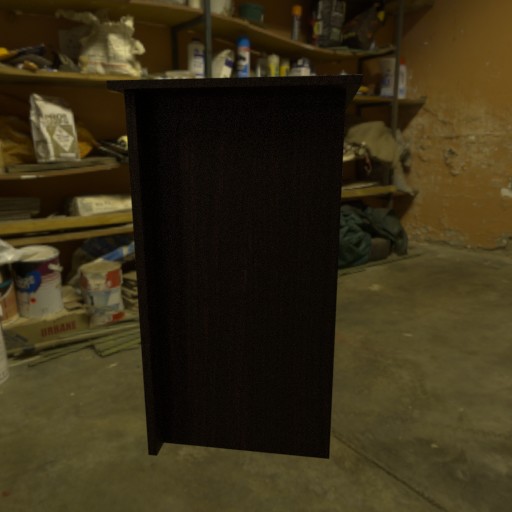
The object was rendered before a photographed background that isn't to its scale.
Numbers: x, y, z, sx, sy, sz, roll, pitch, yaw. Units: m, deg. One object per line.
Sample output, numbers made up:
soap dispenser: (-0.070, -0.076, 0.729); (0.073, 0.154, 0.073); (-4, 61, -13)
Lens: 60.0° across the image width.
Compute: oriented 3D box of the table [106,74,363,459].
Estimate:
table: (0.000, 0.000, 1.053); (0.406, 0.711, 0.591); (2, 14, 8)
